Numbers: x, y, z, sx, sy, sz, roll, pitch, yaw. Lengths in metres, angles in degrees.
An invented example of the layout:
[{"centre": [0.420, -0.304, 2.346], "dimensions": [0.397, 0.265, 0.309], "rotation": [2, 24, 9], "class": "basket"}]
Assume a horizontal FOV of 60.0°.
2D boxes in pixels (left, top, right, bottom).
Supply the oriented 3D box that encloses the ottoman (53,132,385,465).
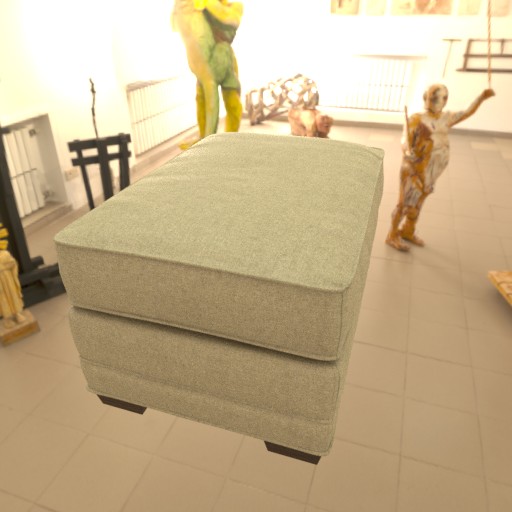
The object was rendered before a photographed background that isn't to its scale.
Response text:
[{"centre": [0.000, 0.000, 1.215], "dimensions": [0.611, 0.508, 0.848], "rotation": [9, 32, 16], "class": "ottoman"}]
